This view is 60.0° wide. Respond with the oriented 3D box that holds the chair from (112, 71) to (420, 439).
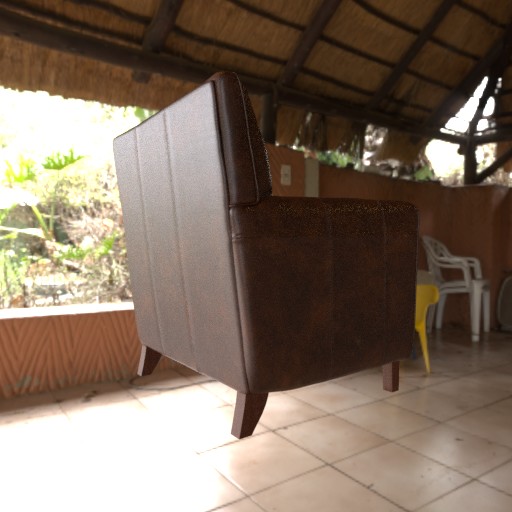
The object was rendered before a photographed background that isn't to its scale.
[{"bbox_3d":[0.000,0.000,1.639,0.823,0.943,0.870,-1,1,-35],"label":"chair"}]
